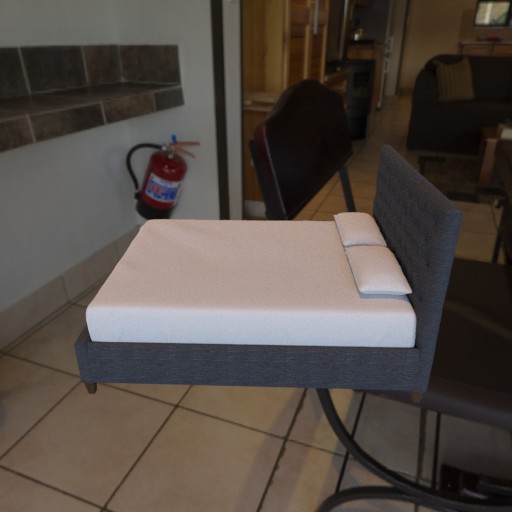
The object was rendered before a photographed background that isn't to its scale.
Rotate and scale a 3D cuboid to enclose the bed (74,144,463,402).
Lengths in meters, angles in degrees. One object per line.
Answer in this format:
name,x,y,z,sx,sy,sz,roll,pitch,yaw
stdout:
bed,0.000,0.000,3.528,2.387,1.427,1.698,1,26,2
